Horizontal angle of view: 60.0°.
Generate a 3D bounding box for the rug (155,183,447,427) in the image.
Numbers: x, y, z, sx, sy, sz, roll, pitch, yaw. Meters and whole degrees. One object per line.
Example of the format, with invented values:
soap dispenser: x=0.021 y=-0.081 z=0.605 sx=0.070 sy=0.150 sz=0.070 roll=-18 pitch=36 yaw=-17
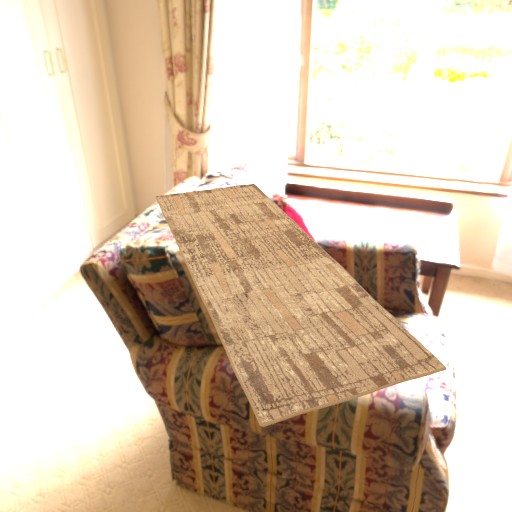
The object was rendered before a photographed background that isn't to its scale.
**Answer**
rug: x=0.000 y=0.000 z=2.718 sx=0.857 sy=0.018 sz=2.383 roll=-10 pitch=31 yaw=-18
